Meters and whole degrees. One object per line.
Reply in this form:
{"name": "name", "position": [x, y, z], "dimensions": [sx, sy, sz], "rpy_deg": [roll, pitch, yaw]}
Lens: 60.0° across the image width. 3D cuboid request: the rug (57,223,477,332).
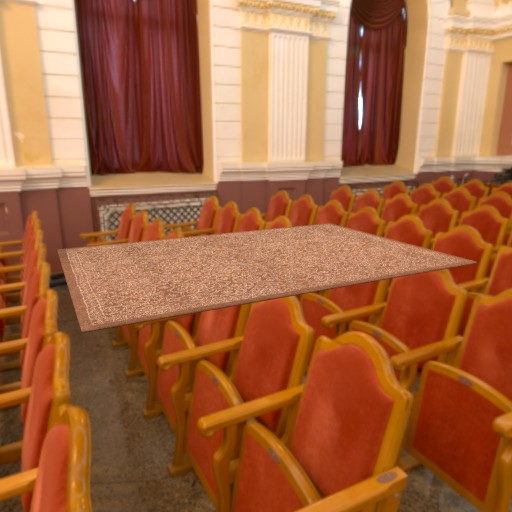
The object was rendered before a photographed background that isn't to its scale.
{"name": "rug", "position": [0.000, 0.000, 2.881], "dimensions": [2.286, 0.011, 1.524], "rpy_deg": [-7, 16, -26]}
